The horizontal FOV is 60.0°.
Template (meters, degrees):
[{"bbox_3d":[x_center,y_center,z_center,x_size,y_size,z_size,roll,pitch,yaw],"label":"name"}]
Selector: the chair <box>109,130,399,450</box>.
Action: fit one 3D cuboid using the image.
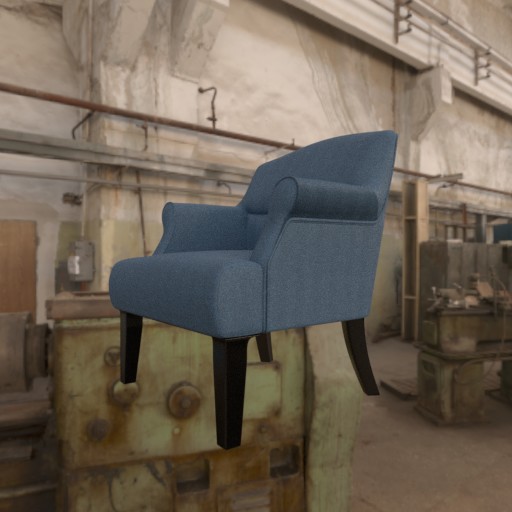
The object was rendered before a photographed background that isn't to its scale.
[{"bbox_3d":[0.000,0.000,1.473,0.754,0.878,0.770,0,0,-37],"label":"chair"}]
